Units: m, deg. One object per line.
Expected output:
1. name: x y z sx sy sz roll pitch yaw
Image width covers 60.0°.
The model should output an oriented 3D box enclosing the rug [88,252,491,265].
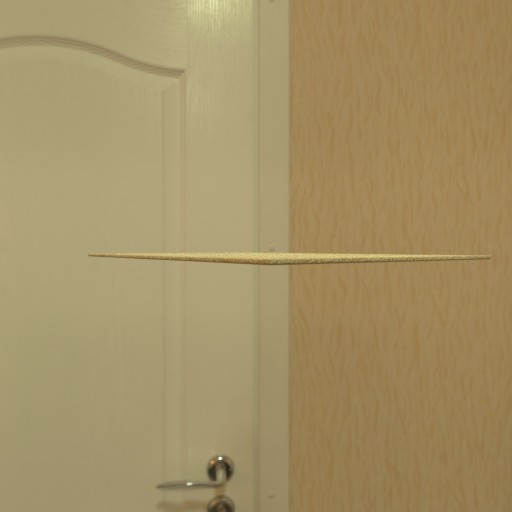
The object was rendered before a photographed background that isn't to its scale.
1. rug: 0.000 0.000 3.434 1.800 0.025 2.699 -1 1 -36
